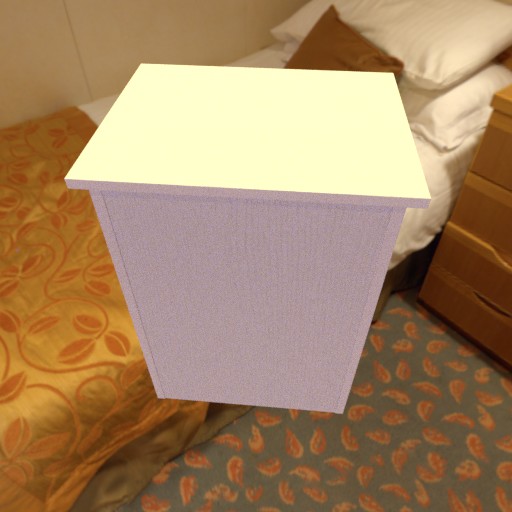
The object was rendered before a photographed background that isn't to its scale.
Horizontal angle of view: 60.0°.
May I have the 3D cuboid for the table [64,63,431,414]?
[{"bbox_3d":[0.000,0.000,0.935,0.480,0.635,0.381,4,46,4],"label":"table"}]
